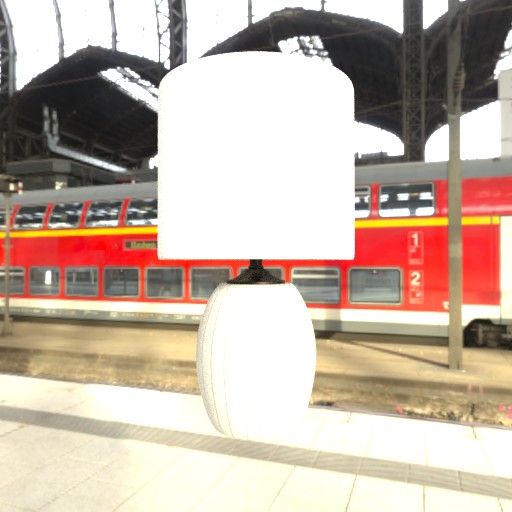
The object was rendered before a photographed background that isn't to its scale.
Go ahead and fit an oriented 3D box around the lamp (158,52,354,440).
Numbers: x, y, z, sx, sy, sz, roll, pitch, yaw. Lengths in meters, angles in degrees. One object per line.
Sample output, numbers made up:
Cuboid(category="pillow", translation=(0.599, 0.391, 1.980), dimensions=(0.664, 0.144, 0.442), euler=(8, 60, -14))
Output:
Cuboid(category="lamp", translation=(0.000, 0.000, 0.757), dimensions=(0.328, 0.570, 0.328), euler=(0, -1, 0))
